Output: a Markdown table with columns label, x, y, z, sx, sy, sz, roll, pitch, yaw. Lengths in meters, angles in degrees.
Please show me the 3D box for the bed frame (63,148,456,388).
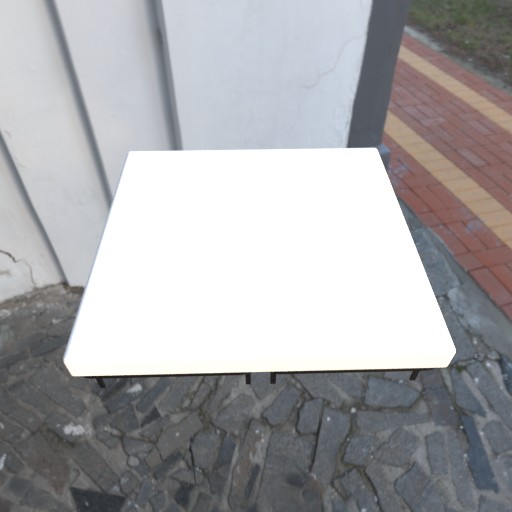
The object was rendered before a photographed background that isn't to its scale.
| label | x | y | z | sx | sy | sz | roll | pitch | yaw |
| --- | --- | --- | --- | --- | --- | --- | --- | --- | --- |
| bed frame | 0.000 | 0.000 | 3.121 | 2.033 | 0.525 | 1.935 | -1 | 46 | -1 |
